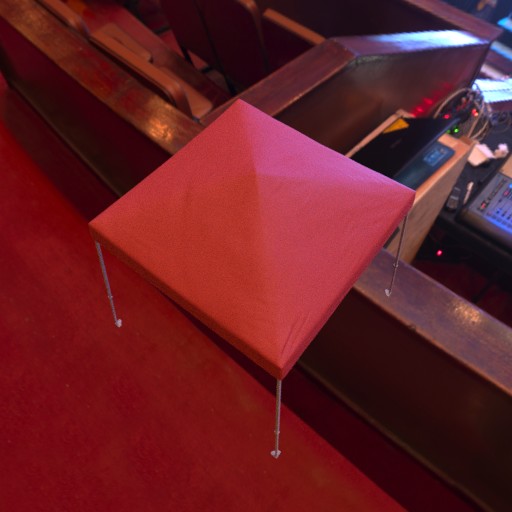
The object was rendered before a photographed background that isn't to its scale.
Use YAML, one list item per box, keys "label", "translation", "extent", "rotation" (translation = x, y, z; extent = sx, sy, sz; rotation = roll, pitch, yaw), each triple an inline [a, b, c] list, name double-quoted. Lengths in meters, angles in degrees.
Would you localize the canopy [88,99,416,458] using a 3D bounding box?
- label: "canopy"
  translation: [0.000, 0.000, 6.576]
  extent: [3.599, 3.600, 3.600]
  rotation: [34, 64, 19]
